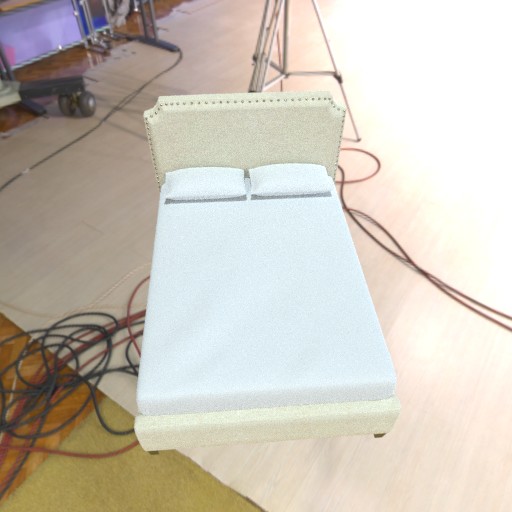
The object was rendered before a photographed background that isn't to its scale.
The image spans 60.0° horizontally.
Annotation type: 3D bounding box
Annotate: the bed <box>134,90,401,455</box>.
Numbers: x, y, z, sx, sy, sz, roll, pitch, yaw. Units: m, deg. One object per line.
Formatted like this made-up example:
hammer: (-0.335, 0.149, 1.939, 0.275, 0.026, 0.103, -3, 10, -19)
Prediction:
bed: (0.000, 0.000, 3.385, 1.713, 1.457, 2.381, -3, 46, -3)
